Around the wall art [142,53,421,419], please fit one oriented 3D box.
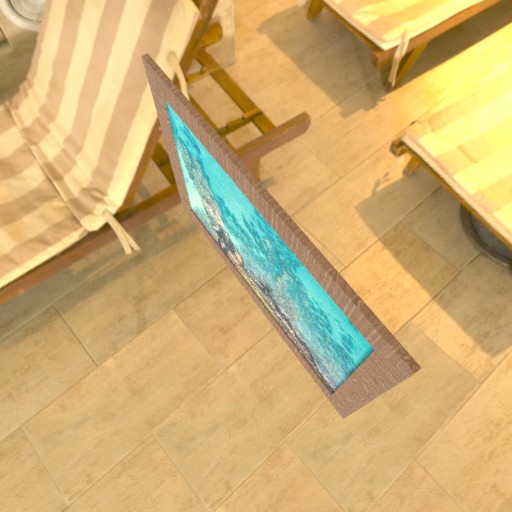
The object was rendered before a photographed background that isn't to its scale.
[{"bbox_3d":[0.000,0.000,1.368,0.020,0.761,1.056,-33,68,-15],"label":"wall art"}]
